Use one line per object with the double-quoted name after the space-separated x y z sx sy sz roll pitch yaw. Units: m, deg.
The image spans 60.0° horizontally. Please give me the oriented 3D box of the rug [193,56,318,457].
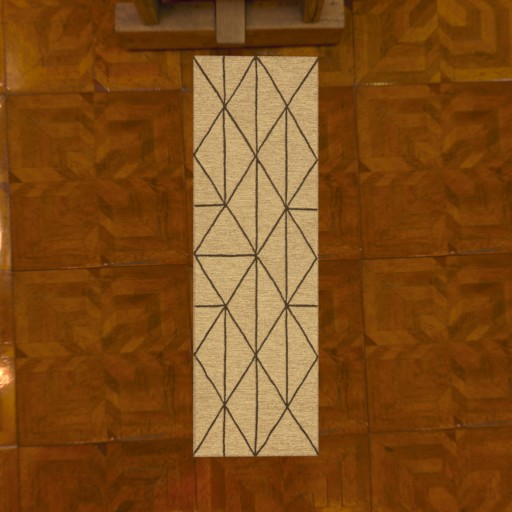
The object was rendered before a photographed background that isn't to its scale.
0.000 0.000 2.704 0.762 0.012 2.438 0 90 -1 "rug"
